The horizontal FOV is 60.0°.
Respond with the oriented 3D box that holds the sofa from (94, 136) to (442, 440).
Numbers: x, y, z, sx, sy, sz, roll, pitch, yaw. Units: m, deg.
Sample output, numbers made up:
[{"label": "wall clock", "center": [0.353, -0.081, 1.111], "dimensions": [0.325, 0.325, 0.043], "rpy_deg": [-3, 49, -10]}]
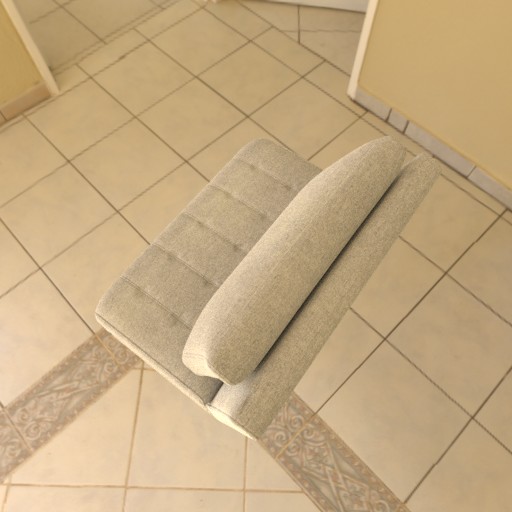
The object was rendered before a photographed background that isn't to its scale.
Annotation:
[{"label": "sofa", "center": [0.000, 0.000, 1.902], "dimensions": [0.910, 0.910, 1.220], "rpy_deg": [34, 69, 15]}]
